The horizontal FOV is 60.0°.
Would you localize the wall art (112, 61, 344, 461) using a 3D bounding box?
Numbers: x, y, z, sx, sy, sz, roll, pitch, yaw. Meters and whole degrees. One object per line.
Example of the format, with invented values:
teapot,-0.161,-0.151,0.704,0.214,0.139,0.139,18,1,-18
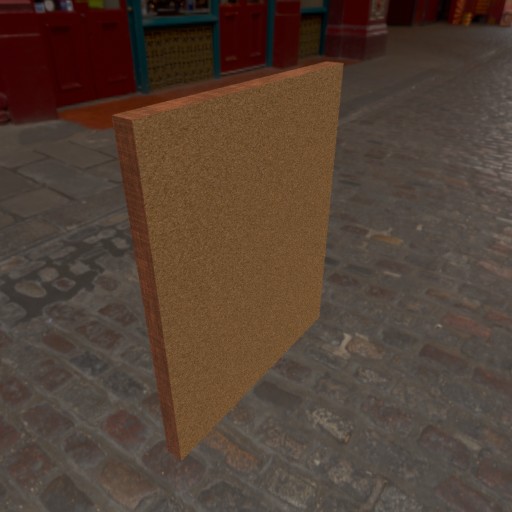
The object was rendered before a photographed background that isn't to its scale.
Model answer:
wall art,0.000,0.000,0.766,0.033,0.567,0.467,21,37,30
